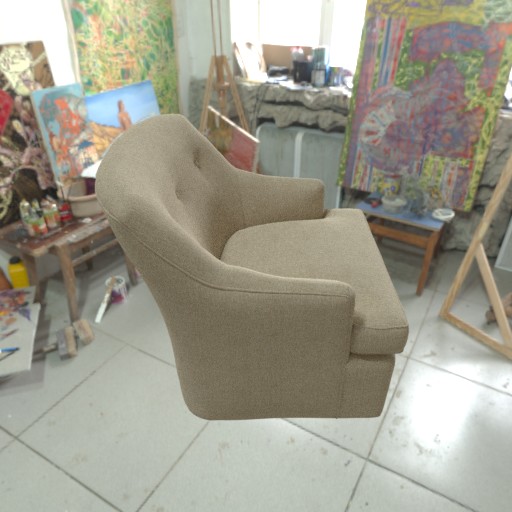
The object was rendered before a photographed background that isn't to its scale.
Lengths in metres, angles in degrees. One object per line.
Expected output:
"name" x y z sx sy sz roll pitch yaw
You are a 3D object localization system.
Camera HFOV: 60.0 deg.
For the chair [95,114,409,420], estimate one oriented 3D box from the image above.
"chair" 0.000 0.000 1.598 0.923 0.856 0.864 0 32 1
